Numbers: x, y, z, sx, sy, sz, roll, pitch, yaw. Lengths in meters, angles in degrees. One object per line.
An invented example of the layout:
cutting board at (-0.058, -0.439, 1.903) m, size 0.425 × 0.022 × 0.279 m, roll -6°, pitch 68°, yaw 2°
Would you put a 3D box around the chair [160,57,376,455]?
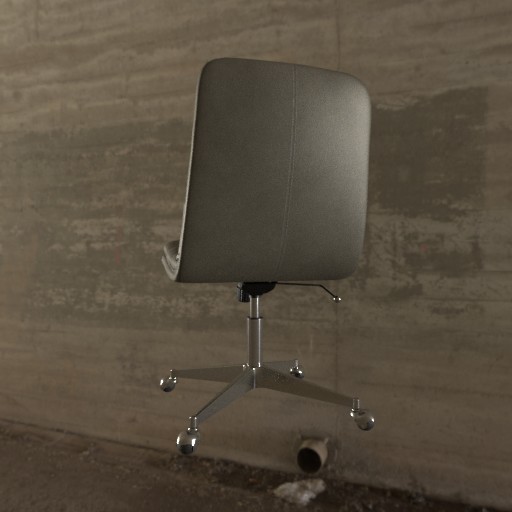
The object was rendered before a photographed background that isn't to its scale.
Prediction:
chair at (0.000, 0.000, 1.055) m, size 0.422 × 0.738 × 0.485 m, roll 0°, pitch 1°, yaw -17°
